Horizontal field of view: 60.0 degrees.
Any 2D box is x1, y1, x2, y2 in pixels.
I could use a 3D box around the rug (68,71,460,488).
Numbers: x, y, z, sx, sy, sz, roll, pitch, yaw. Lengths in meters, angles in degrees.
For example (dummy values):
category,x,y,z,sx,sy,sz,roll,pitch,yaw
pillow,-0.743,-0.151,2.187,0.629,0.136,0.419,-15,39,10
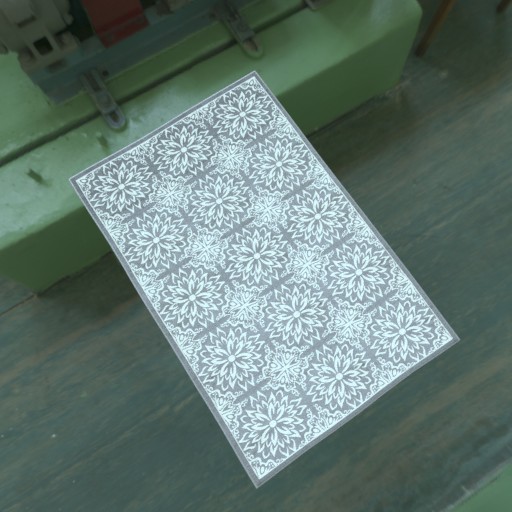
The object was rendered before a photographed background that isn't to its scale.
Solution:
category,x,y,z,sx,sy,sz,roll,pitch,yaw
rug,0.000,0.000,3.431,1.819,0.018,2.746,-33,79,-7
